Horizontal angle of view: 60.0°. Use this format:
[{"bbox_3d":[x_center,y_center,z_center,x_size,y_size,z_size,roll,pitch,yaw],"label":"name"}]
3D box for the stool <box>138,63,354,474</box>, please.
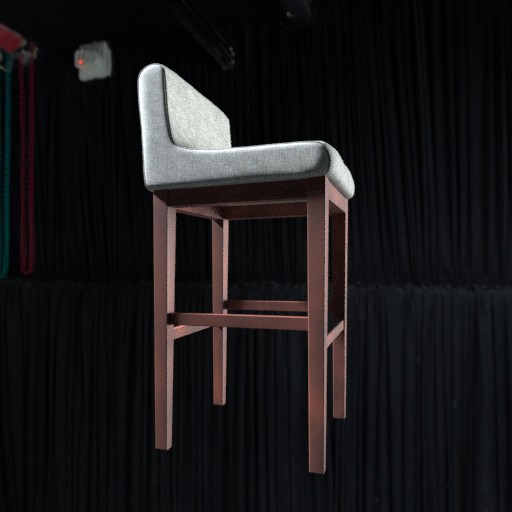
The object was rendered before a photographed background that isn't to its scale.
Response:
[{"bbox_3d":[0.000,0.000,1.227,0.499,0.965,0.426,0,-1,18],"label":"stool"}]
